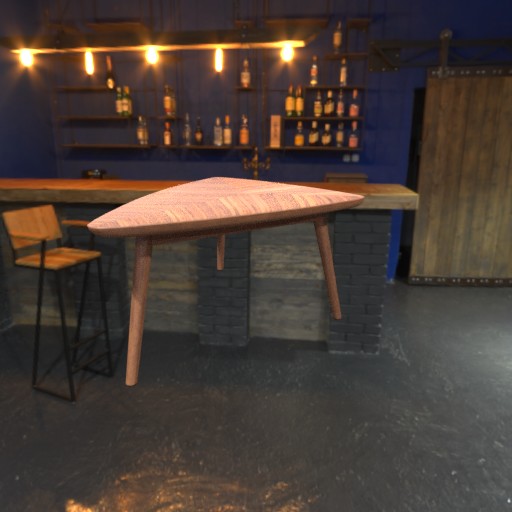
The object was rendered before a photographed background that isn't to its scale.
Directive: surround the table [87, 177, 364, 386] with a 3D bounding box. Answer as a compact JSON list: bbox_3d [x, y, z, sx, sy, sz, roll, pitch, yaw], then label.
[{"bbox_3d":[0.000,0.000,1.307,0.601,0.365,1.008,2,15,8],"label":"table"}]
